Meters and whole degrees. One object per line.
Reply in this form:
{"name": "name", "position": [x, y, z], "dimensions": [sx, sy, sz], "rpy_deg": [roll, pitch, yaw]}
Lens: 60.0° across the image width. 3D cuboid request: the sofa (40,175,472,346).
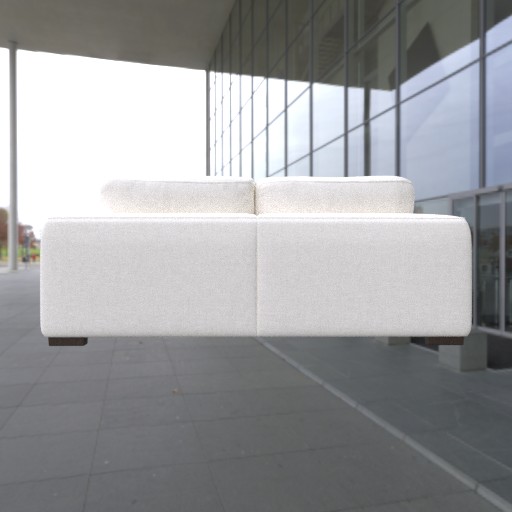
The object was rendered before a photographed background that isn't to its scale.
{"name": "sofa", "position": [0.000, 0.000, 2.468], "dimensions": [1.920, 0.801, 1.069], "rpy_deg": [0, 0, -1]}
